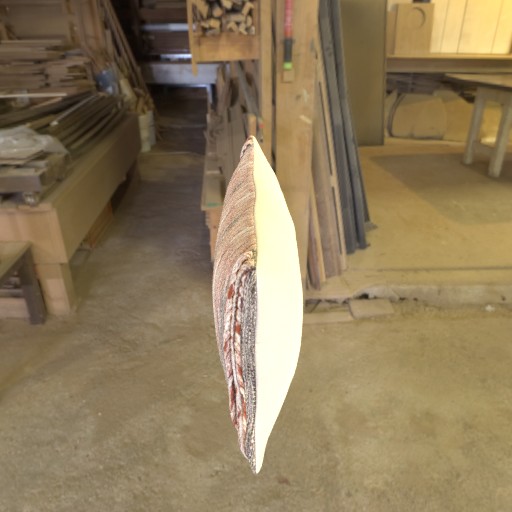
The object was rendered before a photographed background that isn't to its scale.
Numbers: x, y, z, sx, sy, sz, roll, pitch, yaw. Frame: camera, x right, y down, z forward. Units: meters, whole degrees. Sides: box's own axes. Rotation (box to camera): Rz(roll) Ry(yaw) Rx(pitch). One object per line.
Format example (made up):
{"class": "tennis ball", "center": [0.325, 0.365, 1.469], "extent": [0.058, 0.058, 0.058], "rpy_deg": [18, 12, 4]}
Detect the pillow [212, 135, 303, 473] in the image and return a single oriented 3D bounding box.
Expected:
{"class": "pillow", "center": [0.000, 0.000, 0.756], "extent": [0.139, 0.282, 0.635], "rpy_deg": [0, 27, -1]}
